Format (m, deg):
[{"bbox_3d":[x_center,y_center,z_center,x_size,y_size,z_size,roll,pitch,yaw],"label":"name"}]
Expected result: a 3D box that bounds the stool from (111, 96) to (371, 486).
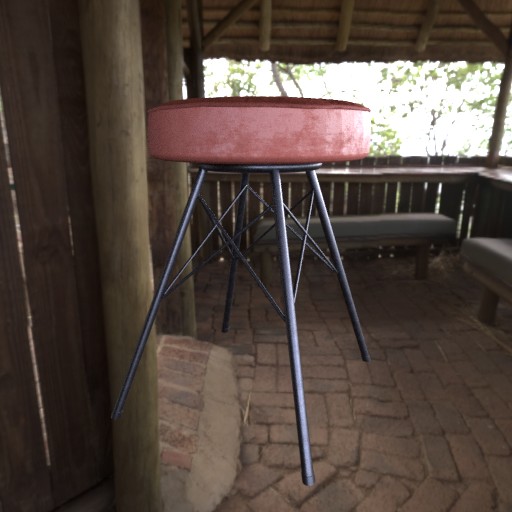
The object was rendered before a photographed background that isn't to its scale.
[{"bbox_3d":[0.000,0.000,0.901,0.421,0.593,0.457,7,17,24],"label":"stool"}]
